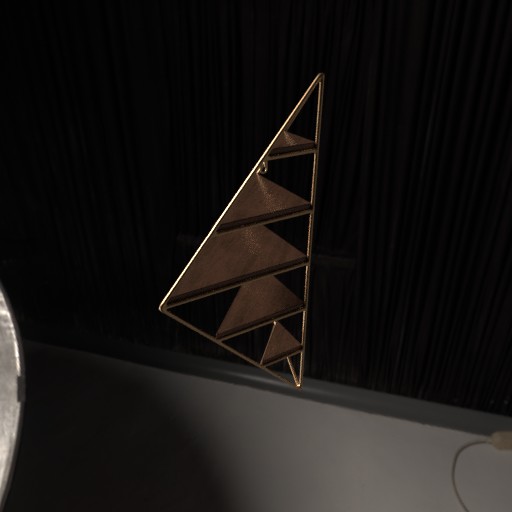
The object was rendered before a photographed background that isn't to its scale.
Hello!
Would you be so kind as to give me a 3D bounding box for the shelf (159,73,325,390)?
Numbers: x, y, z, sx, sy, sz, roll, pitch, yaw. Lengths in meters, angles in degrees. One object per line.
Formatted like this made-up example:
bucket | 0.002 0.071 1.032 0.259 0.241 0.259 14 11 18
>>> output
shelf | 0.000 0.000 1.175 0.294 0.913 0.564 7 31 13
